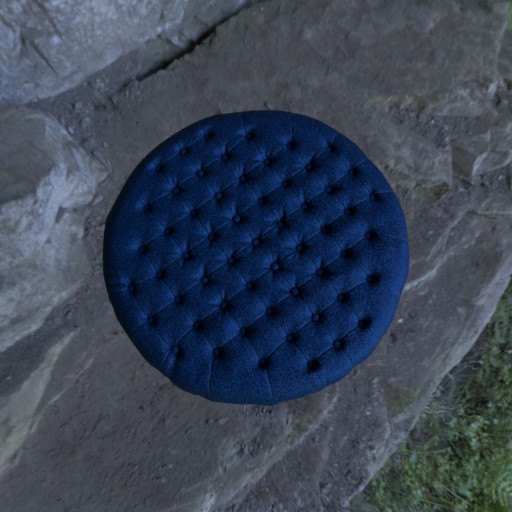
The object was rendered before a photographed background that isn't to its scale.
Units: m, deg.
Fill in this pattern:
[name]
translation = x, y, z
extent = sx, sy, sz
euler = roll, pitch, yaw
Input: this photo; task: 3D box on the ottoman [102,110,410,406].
[ottoman]
translation = 0.000, 0.000, 1.560
extent = 0.998, 0.398, 0.998
euler = 0, 75, 0
